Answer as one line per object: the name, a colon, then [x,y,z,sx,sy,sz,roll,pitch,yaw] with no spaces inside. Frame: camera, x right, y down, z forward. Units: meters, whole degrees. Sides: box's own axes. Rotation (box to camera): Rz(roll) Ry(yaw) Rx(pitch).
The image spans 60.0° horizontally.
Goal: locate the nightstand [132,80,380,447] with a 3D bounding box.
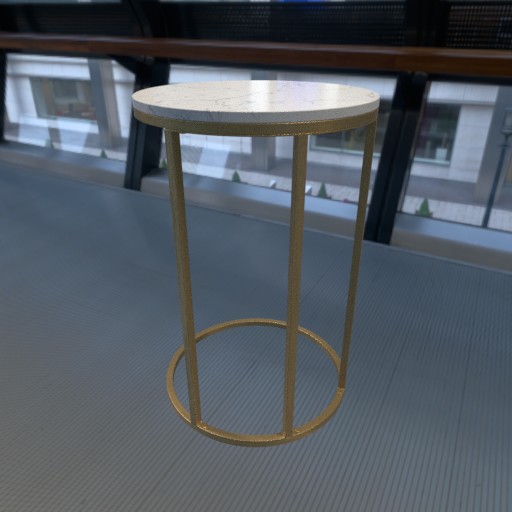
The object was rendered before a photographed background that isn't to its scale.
nightstand: [0.000,0.000,0.874,0.400,0.610,0.400,-8,28,-16]
